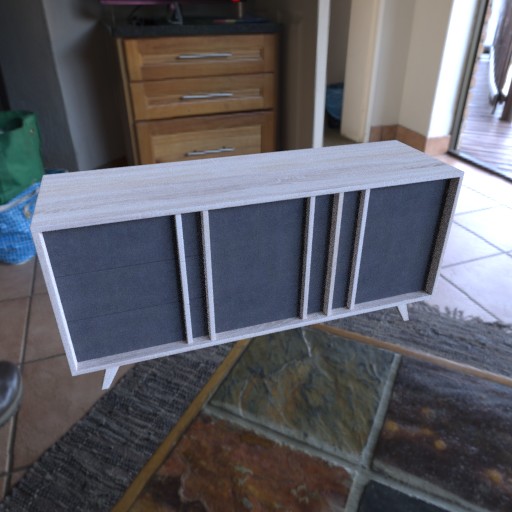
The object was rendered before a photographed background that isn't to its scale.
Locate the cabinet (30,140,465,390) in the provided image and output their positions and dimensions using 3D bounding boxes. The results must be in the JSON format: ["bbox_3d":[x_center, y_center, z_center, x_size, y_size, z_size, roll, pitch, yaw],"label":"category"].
[{"bbox_3d":[0.000,0.000,2.004,1.650,0.780,0.500,-9,31,-16],"label":"cabinet"}]
